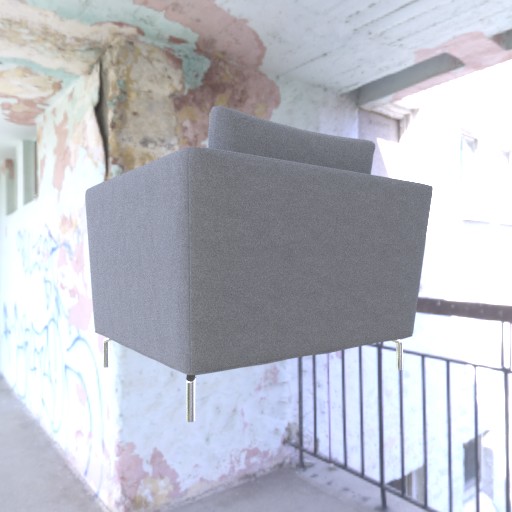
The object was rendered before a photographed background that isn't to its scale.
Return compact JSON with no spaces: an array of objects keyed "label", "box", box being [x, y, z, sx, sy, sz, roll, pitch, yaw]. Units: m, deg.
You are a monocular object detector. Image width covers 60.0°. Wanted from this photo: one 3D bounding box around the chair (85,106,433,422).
[{"label":"chair","box":[0.000,0.000,1.683,1.041,0.864,0.889,0,0,-36]}]
